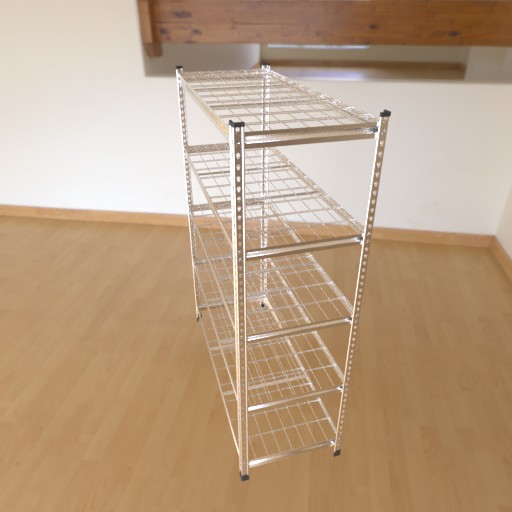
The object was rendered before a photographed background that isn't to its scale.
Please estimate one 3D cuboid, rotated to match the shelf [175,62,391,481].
[{"bbox_3d":[0.000,0.000,2.694,0.610,1.981,1.524,-8,31,-14],"label":"shelf"}]
